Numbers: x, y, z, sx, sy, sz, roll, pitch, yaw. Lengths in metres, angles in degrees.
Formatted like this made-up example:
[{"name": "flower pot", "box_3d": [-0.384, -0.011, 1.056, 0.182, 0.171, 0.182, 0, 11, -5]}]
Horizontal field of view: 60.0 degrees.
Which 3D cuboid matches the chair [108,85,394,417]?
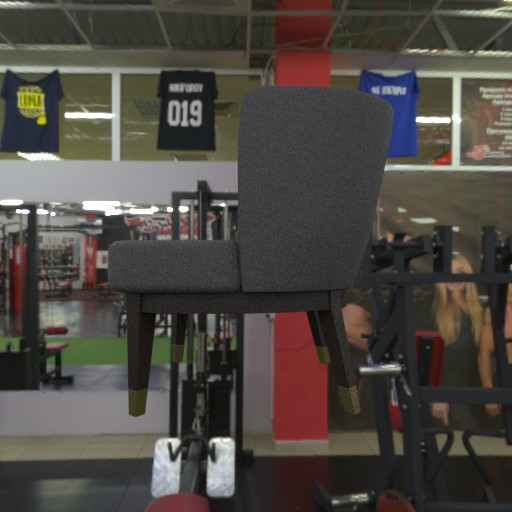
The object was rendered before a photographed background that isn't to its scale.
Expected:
[{"name": "chair", "box_3d": [0.000, 0.000, 1.207, 0.698, 0.695, 0.639, 0, 0, 1]}]
